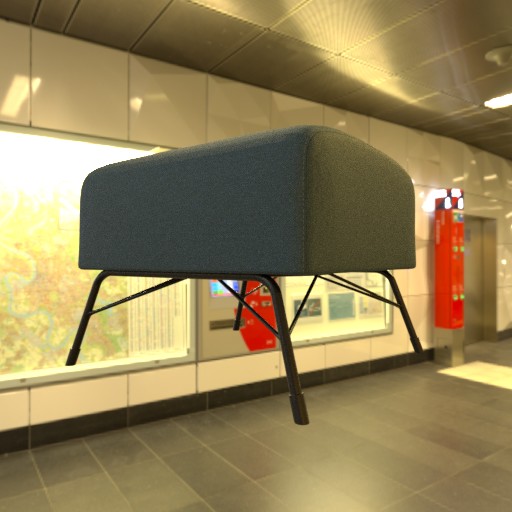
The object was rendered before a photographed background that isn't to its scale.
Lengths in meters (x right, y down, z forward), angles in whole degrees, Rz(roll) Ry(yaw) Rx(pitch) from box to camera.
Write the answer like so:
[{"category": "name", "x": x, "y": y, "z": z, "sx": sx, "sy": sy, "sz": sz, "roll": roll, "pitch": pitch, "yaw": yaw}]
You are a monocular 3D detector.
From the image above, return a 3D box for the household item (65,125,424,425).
[{"category": "household item", "x": 0.000, "y": 0.000, "z": 0.911, "sx": 0.530, "sy": 0.420, "sz": 0.530, "roll": 0, "pitch": 0, "yaw": 36}]
